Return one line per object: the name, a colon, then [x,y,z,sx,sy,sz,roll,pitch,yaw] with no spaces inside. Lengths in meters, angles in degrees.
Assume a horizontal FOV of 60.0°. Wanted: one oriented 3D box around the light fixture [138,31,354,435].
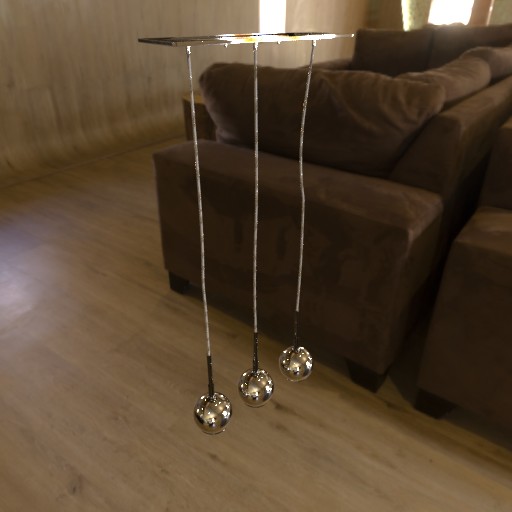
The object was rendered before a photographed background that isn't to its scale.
light fixture: [0.000,0.000,1.581,0.623,1.408,0.188,-21,36,-33]
